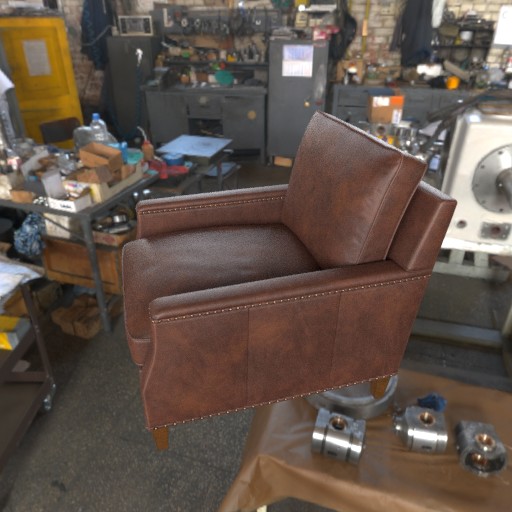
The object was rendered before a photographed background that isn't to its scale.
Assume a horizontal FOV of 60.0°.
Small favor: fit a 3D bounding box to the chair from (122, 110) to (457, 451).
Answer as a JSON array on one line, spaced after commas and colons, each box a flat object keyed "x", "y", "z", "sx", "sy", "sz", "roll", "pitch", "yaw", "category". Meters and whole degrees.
[{"x": 0.000, "y": 0.000, "z": 1.704, "sx": 1.014, "sy": 0.929, "sz": 0.853, "roll": -8, "pitch": 30, "yaw": -14, "category": "chair"}]
